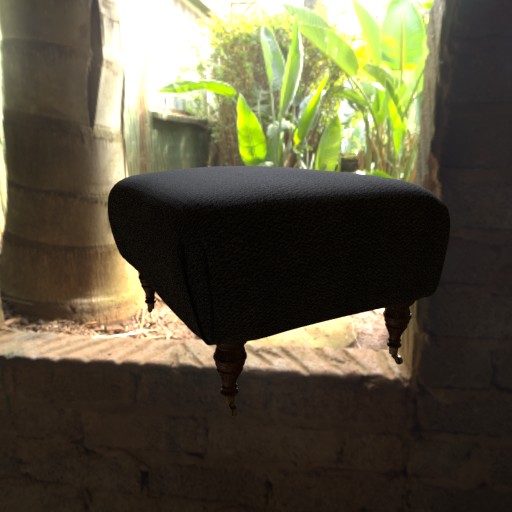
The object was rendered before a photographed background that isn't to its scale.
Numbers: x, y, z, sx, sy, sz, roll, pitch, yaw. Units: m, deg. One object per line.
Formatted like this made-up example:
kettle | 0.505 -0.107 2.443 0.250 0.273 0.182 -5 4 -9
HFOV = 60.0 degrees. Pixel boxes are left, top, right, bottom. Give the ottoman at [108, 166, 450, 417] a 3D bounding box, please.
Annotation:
ottoman | 0.000 0.000 1.147 0.622 0.450 0.747 -8 17 -27
